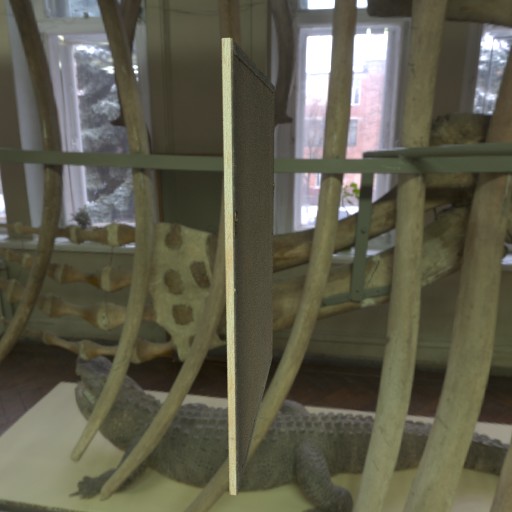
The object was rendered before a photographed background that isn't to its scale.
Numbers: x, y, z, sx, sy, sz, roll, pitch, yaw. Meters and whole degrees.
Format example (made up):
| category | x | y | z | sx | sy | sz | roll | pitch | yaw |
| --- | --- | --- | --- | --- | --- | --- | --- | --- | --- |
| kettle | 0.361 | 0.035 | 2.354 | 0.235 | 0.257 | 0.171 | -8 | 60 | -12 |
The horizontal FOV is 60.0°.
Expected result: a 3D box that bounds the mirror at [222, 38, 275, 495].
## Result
| category | x | y | z | sx | sy | sz | roll | pitch | yaw |
| --- | --- | --- | --- | --- | --- | --- | --- | --- | --- |
| mirror | 0.000 | 0.000 | 1.268 | 0.025 | 0.996 | 0.705 | 2 | 14 | 8 |
